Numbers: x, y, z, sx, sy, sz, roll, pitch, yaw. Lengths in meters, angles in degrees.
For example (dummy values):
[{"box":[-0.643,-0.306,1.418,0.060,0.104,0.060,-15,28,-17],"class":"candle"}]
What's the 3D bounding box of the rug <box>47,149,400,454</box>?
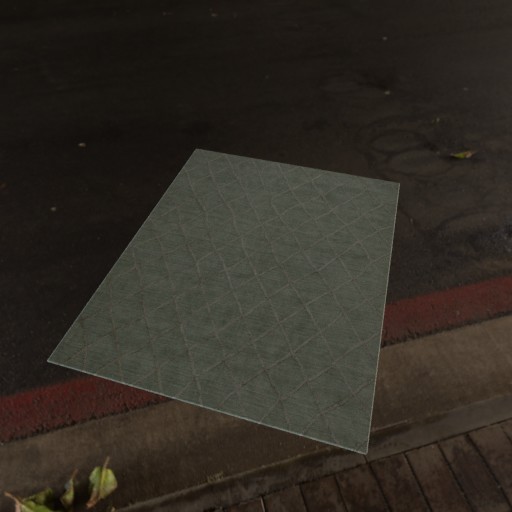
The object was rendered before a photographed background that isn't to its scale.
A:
[{"box":[0.000,0.000,4.148,2.420,0.019,3.039,12,47,11],"class":"rug"}]
